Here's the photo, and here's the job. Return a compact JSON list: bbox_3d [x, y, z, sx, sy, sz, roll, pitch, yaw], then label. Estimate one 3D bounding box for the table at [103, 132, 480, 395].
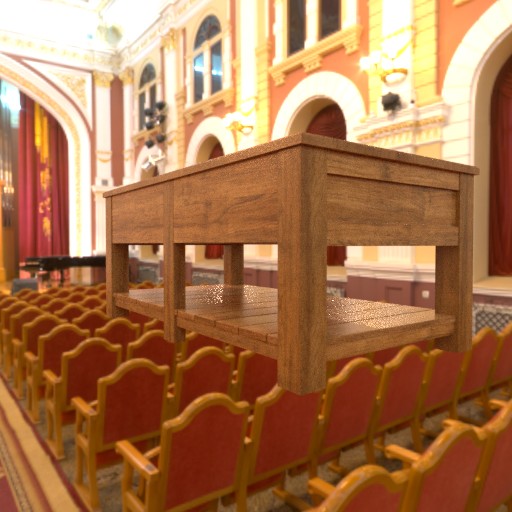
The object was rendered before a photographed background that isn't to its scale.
[{"bbox_3d":[0.000,0.000,1.446,0.635,0.480,1.150,-1,2,-36],"label":"table"}]
